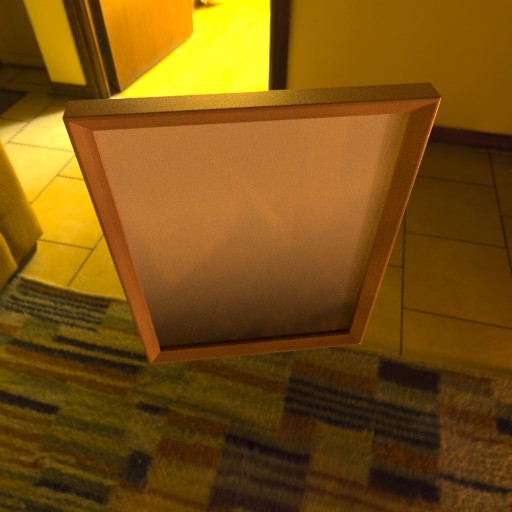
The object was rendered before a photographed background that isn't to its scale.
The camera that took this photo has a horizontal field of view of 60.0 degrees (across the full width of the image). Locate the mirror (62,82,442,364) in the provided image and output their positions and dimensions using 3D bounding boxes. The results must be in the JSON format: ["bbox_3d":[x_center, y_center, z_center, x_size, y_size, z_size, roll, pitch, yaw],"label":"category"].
[{"bbox_3d":[0.000,0.000,0.671,0.406,0.509,0.041,-5,47,-4],"label":"mirror"}]
